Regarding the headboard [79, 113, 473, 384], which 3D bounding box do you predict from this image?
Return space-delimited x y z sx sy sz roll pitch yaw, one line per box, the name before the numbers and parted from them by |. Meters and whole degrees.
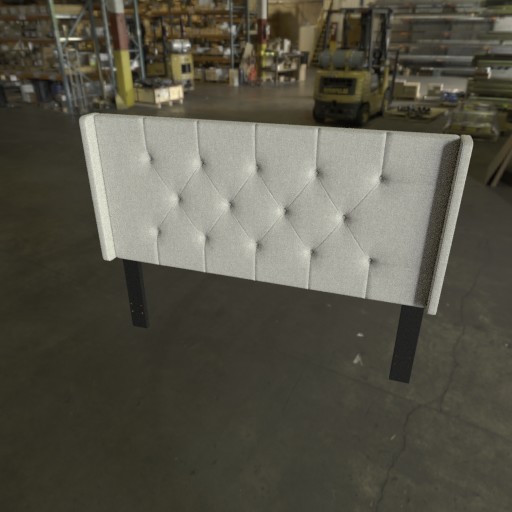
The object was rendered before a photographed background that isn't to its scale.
headboard | 0.000 0.000 2.629 2.051 1.524 0.184 8 28 16
